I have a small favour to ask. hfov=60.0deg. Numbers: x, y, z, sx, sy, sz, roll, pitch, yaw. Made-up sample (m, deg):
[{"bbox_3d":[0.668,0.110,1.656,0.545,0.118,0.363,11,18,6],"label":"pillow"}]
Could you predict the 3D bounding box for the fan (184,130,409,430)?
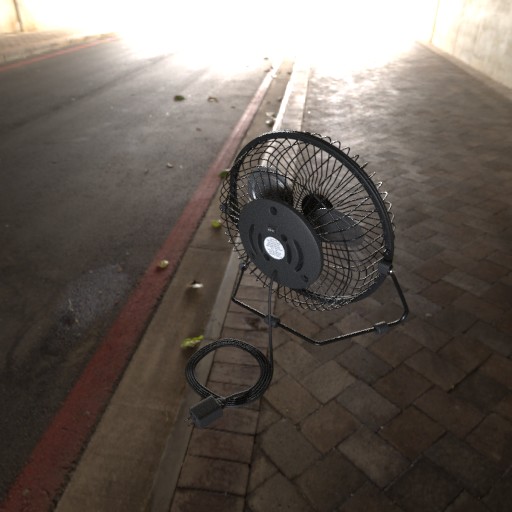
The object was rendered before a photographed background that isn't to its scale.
[{"bbox_3d":[0.000,0.000,0.381,0.209,0.188,0.227,24,39,33],"label":"fan"}]
